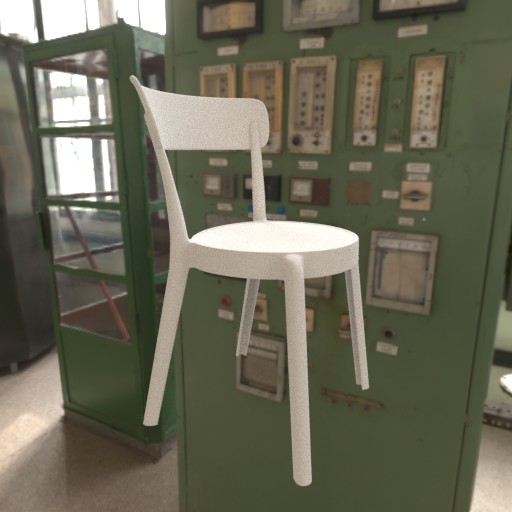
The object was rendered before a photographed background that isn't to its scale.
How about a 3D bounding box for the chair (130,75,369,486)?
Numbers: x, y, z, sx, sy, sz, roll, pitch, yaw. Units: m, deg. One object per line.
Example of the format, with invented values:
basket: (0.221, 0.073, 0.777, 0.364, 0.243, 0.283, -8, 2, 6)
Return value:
chair: (0.000, 0.000, 1.088, 0.491, 0.790, 0.506, 8, 16, 29)
